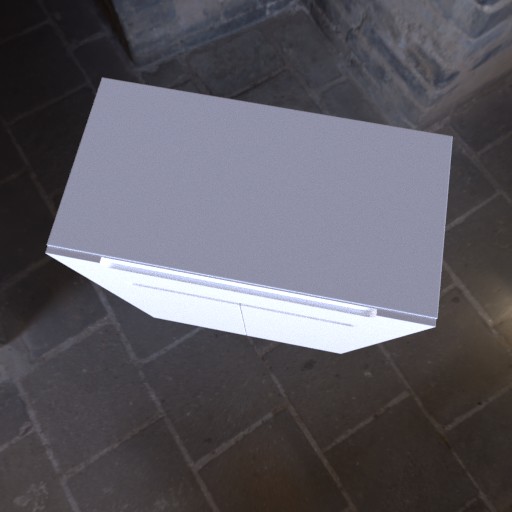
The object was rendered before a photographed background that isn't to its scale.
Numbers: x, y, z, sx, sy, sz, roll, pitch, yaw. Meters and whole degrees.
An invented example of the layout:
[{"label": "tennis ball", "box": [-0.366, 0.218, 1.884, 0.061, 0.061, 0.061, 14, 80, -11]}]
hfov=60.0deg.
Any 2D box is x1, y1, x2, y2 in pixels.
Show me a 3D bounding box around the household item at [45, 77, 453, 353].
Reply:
[{"label": "household item", "box": [0.000, 0.000, 1.415, 0.790, 1.010, 0.420, 10, 75, 3]}]
